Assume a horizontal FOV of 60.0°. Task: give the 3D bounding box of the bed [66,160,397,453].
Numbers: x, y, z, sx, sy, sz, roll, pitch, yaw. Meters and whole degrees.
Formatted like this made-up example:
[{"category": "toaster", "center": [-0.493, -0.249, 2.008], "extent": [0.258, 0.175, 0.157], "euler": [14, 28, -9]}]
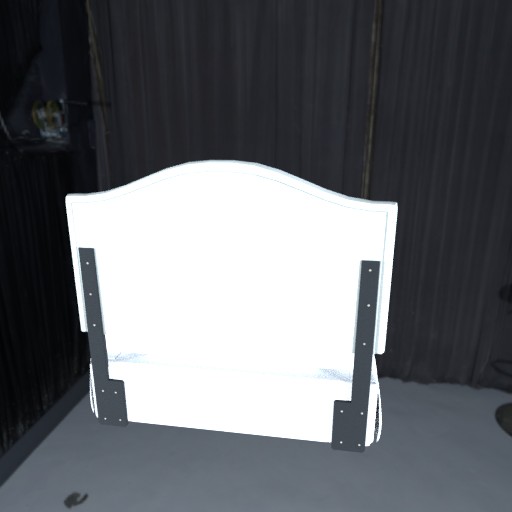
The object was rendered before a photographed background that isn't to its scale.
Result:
[{"category": "bed", "center": [0.000, 0.000, 3.423], "extent": [1.813, 1.607, 2.180], "euler": [3, 17, 9]}]
